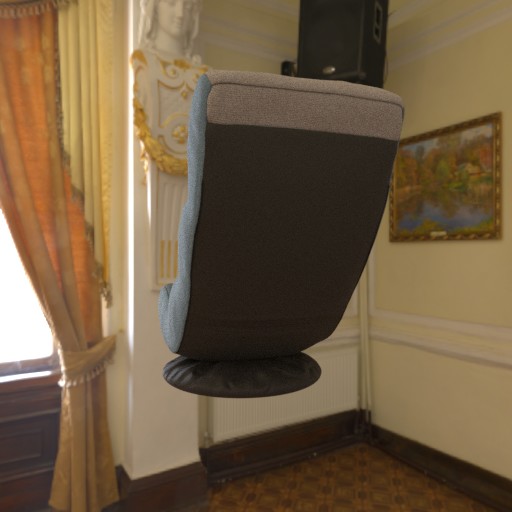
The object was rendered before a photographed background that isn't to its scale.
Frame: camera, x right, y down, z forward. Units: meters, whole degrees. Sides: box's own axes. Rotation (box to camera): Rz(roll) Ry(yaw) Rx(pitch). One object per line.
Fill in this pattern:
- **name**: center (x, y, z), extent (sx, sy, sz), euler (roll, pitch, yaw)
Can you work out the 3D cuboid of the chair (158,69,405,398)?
- **chair**: center (0.000, 0.000, 1.073), extent (0.420, 0.641, 0.661), euler (0, 0, -18)
